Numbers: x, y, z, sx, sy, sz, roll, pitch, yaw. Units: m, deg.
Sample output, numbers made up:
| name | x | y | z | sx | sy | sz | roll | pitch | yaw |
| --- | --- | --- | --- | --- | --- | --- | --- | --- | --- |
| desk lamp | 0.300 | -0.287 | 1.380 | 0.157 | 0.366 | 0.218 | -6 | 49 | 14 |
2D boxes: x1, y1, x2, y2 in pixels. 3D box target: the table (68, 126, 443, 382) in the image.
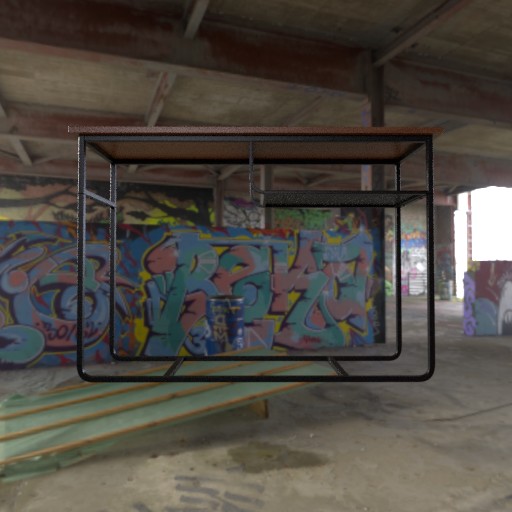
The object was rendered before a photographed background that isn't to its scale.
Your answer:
| name | x | y | z | sx | sy | sz | roll | pitch | yaw |
| --- | --- | --- | --- | --- | --- | --- | --- | --- | --- |
| table | 0.000 | 0.000 | 1.465 | 1.100 | 0.750 | 0.350 | 0 | -1 | 0 |
